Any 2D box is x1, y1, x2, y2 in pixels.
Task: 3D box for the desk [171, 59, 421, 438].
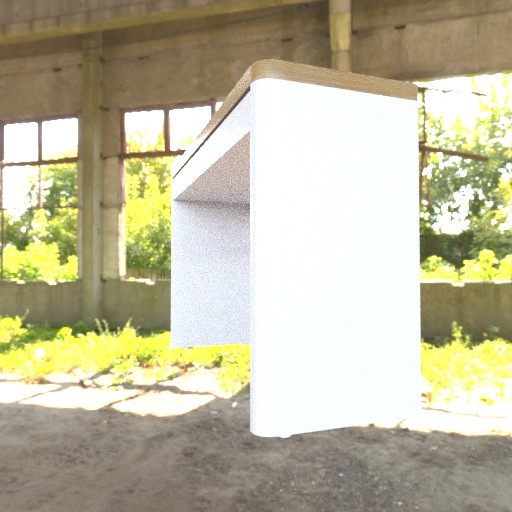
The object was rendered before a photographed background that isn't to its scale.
[{"bbox_3d":[0.000,0.000,1.453,0.390,0.760,1.100,1,-2,-20],"label":"desk"}]
